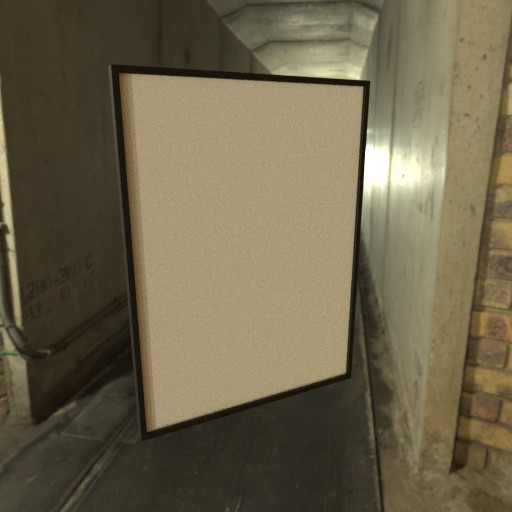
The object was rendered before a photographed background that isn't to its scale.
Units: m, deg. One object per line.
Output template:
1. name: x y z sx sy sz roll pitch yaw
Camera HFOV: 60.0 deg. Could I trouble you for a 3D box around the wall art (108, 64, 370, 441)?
1. wall art: 0.000 0.000 1.401 0.802 1.070 0.036 -8 17 -26
